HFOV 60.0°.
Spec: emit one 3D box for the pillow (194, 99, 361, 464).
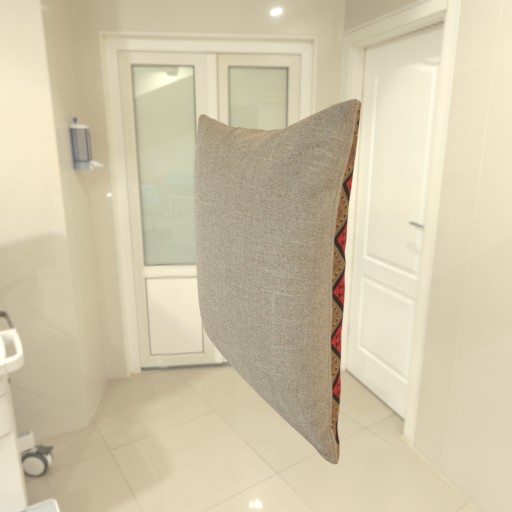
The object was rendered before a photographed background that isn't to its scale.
[{"bbox_3d":[0.000,0.000,0.802,0.158,0.511,0.513,-8,17,-26],"label":"pillow"}]
